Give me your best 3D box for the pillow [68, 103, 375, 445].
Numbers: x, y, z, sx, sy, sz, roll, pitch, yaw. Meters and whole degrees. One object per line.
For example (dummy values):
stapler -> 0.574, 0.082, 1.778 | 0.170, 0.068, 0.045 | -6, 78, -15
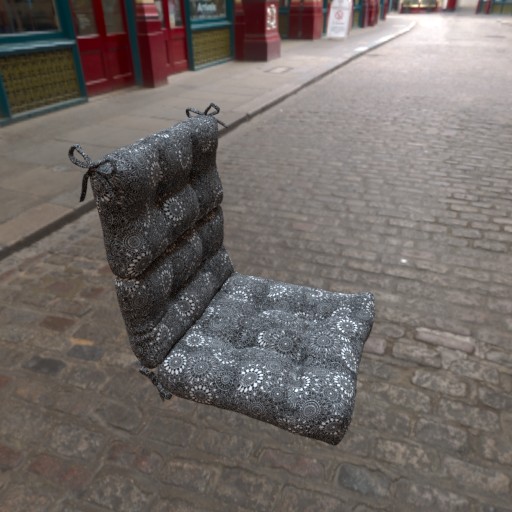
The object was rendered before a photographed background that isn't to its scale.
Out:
pillow -> 0.000, 0.000, 1.057 | 0.571, 0.605, 0.519 | 10, 31, 18
